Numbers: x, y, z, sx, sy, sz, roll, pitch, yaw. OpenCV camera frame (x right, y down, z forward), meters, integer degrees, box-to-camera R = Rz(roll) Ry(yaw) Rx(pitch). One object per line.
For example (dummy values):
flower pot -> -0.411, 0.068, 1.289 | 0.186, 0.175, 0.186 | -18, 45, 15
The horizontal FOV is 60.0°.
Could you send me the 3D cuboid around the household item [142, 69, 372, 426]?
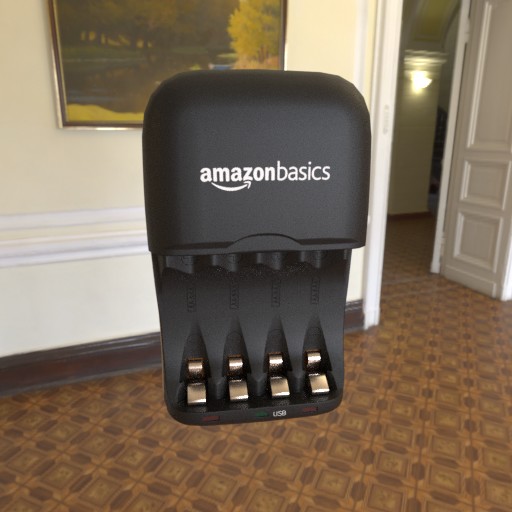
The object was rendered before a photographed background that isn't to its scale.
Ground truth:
household item -> 0.000, 0.000, 0.146 | 0.070, 0.114, 0.038 | -2, 16, -8
